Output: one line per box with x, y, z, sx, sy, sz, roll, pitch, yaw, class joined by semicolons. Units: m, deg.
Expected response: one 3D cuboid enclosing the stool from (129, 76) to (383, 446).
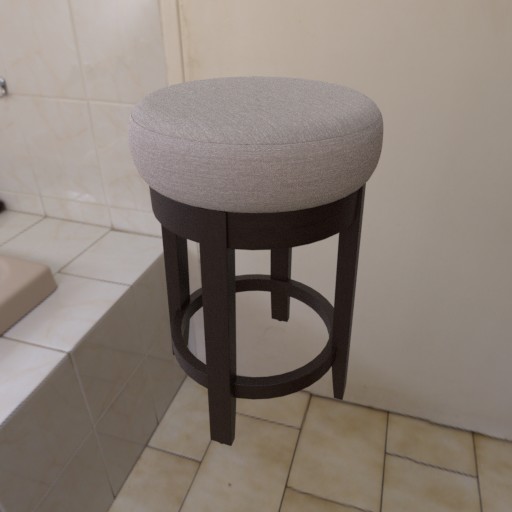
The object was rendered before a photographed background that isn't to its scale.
0.000;0.000;0.932;0.443;0.672;0.443;0;32;0;stool
